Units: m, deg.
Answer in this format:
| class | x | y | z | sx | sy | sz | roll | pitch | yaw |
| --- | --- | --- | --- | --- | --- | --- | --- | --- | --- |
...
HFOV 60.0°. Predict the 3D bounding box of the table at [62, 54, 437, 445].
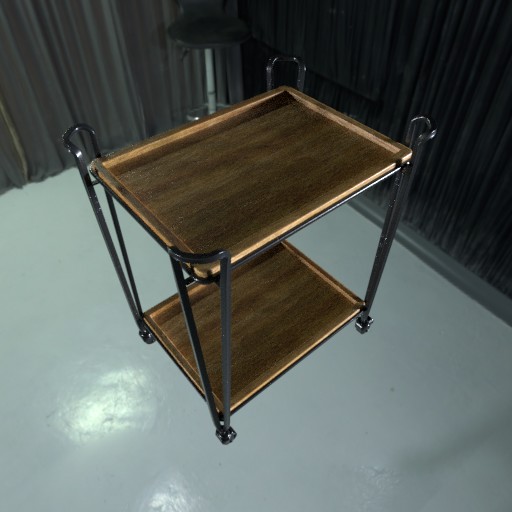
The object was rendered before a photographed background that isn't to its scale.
| class | x | y | z | sx | sy | sz | roll | pitch | yaw |
| --- | --- | --- | --- | --- | --- | --- | --- | --- | --- |
| table | 0.000 | 0.000 | 1.214 | 0.672 | 0.785 | 0.505 | -31 | 53 | -26 |
